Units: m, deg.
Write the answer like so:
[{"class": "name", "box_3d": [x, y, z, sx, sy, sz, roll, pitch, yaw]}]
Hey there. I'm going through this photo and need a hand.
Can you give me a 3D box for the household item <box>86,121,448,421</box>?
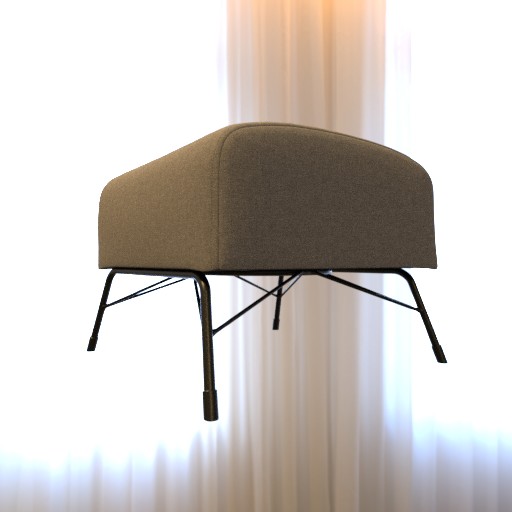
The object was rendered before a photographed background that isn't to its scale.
[{"class": "household item", "box_3d": [0.000, 0.000, 0.906, 0.530, 0.410, 0.530, 1, -1, -36]}]
